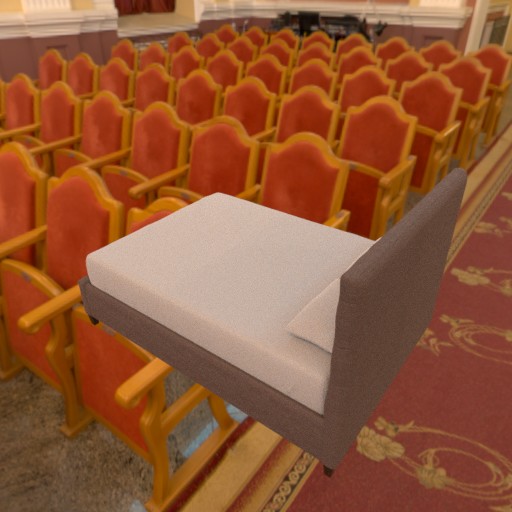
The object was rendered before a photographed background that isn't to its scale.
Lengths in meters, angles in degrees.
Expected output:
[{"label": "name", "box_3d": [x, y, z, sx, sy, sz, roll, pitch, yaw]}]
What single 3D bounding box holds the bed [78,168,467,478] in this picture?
[{"label": "bed", "box_3d": [0.000, 0.000, 3.404, 2.387, 1.427, 1.698, 21, 37, 31]}]
